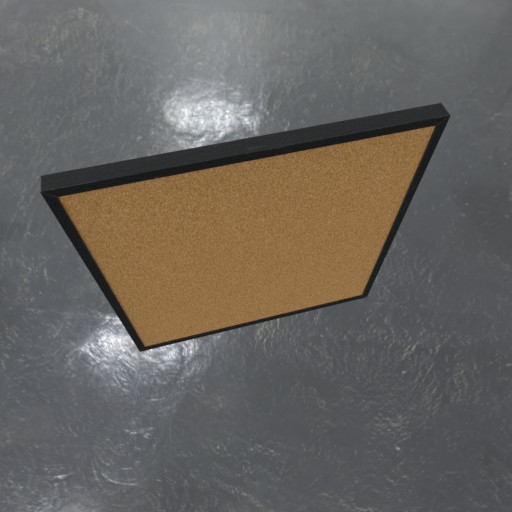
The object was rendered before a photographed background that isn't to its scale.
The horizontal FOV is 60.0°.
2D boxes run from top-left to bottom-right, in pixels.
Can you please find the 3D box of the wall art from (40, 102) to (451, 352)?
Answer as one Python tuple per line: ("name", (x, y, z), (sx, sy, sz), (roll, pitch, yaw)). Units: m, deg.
("wall art", (0.000, 0.000, 1.127), (0.761, 0.761, 0.037), (-12, 58, -8))
